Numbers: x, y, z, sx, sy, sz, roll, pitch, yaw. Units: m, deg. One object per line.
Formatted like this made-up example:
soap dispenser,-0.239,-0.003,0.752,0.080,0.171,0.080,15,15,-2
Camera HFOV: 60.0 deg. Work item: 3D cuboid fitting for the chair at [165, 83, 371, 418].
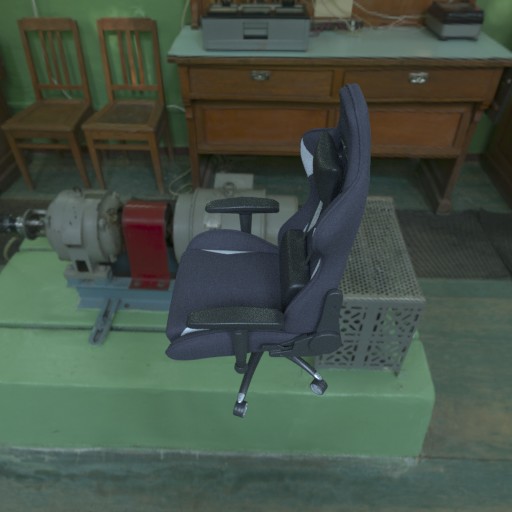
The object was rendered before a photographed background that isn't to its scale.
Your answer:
chair,0.000,0.000,1.725,0.695,1.300,0.730,0,41,1
